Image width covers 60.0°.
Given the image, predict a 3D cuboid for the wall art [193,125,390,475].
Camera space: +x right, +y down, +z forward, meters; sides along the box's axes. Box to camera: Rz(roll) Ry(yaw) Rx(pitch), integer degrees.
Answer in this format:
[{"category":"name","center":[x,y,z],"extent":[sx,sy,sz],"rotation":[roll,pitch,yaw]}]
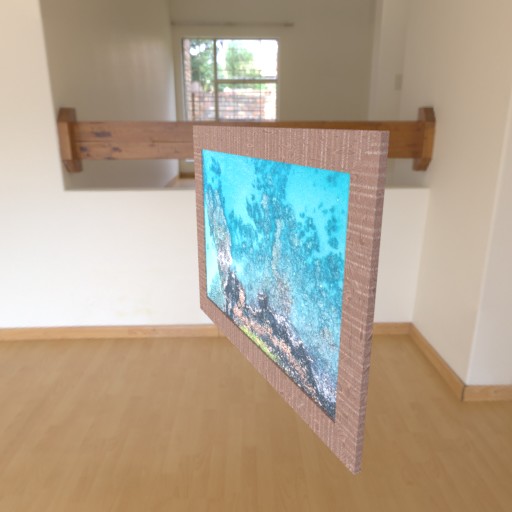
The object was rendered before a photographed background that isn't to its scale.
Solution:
[{"category":"wall art","center":[0.000,0.000,1.362],"extent":[0.020,0.761,1.056],"rotation":[-8,19,-25]}]
